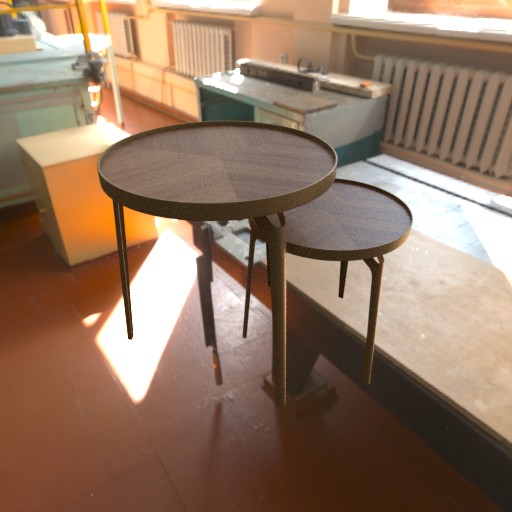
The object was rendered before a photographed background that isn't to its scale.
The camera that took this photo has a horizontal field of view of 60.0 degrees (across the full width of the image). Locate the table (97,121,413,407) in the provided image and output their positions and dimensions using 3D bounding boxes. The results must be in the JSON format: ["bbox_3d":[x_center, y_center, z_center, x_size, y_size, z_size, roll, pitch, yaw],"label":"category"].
[{"bbox_3d":[0.000,0.000,1.154,0.751,0.555,0.532,-1,32,-1],"label":"table"}]
